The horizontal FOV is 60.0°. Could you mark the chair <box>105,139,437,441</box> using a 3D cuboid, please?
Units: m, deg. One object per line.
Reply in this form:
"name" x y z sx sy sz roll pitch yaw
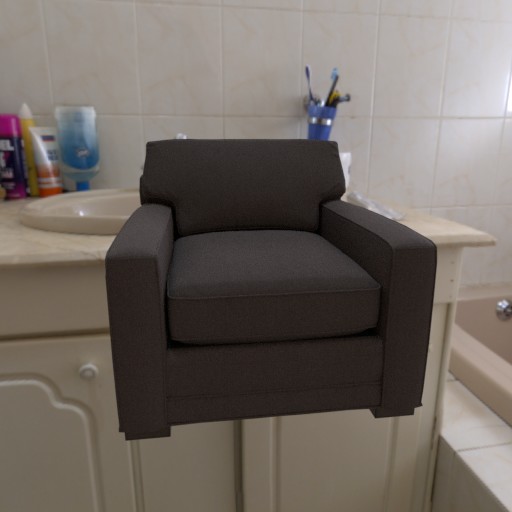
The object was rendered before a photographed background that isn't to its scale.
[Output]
"chair" 0.000 0.000 1.797 0.997 0.913 1.043 -2 15 -8
